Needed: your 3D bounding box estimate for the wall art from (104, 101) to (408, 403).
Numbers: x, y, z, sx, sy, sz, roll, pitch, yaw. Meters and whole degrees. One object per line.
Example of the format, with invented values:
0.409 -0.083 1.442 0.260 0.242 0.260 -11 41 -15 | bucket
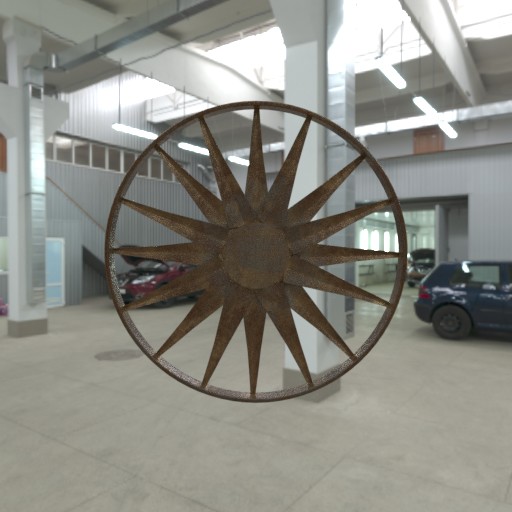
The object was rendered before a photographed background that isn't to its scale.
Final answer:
0.000 0.000 0.866 0.582 0.583 0.084 0 0 0 | wall art
